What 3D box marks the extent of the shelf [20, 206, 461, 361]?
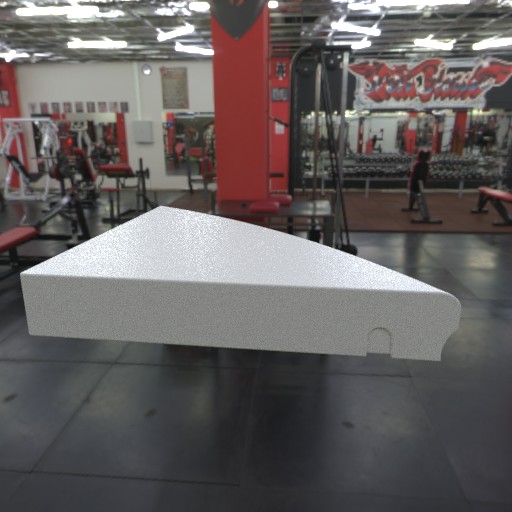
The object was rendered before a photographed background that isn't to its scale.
[{"bbox_3d":[0.000,0.000,0.459,0.310,0.050,0.310,2,16,7],"label":"shelf"}]
